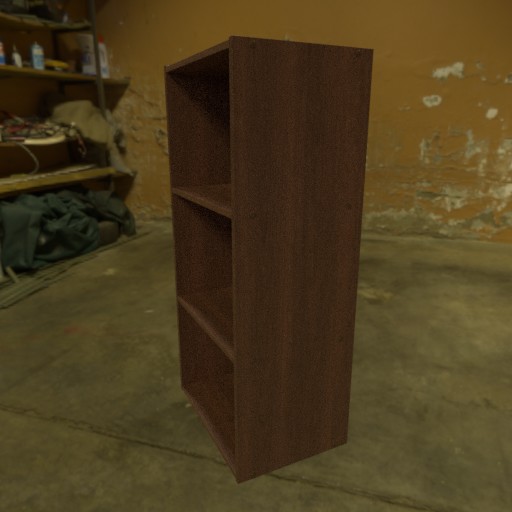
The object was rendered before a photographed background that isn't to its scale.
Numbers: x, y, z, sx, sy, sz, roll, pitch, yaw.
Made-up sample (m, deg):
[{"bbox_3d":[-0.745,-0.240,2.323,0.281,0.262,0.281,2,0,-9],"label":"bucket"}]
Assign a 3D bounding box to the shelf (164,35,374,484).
[{"bbox_3d":[0.000,0.000,1.070,0.290,0.879,0.414,-8,18,-25],"label":"shelf"}]
